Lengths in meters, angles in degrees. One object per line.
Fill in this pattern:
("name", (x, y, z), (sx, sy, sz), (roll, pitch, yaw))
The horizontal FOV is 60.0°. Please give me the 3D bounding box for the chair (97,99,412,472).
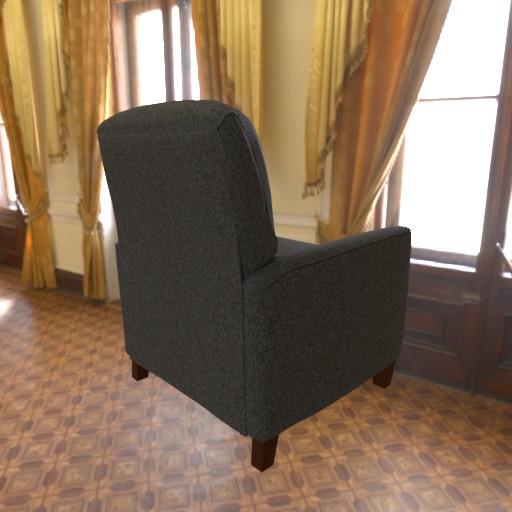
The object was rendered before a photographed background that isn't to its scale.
("chair", (0.000, 0.000, 1.610), (0.850, 1.016, 0.839), (-13, 19, -42))
